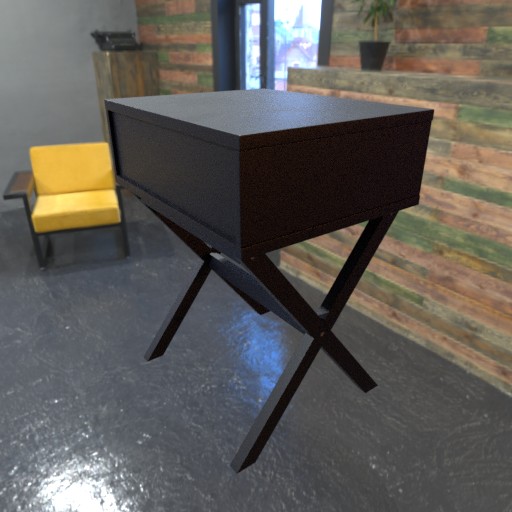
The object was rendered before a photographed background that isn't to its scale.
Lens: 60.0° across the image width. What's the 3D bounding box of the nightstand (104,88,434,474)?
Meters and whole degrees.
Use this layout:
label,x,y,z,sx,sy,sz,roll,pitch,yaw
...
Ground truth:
label,x,y,z,sx,sy,sz,roll,pitch,yaw
nightstand,0.000,0.000,0.953,0.402,0.623,0.479,-18,31,-32
